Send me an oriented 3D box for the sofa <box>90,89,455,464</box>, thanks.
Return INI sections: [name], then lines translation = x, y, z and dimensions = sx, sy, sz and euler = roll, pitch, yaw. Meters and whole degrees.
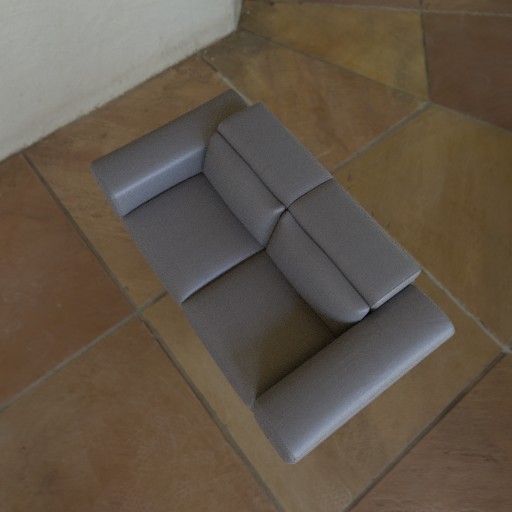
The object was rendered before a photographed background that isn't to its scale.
[sofa]
translation = 0.000, 0.000, 2.496
dimensions = 1.024, 0.753, 1.930
euler = -33, 69, -14
